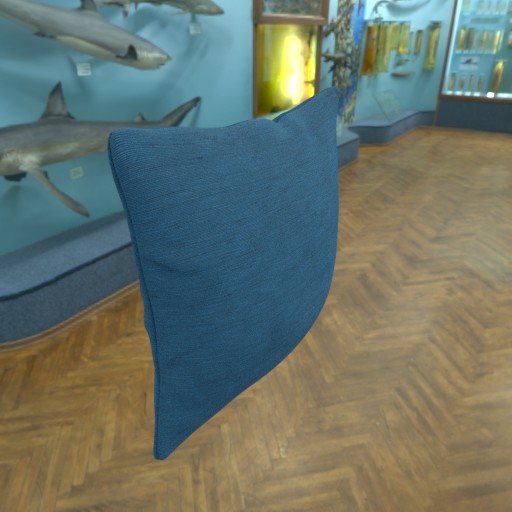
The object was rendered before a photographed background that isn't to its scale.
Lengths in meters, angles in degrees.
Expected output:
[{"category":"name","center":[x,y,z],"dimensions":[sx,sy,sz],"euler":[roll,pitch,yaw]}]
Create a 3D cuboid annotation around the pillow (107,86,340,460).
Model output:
[{"category":"pillow","center":[0.000,0.000,0.629],"dimensions":[0.177,0.420,0.437],"euler":[18,32,31]}]
